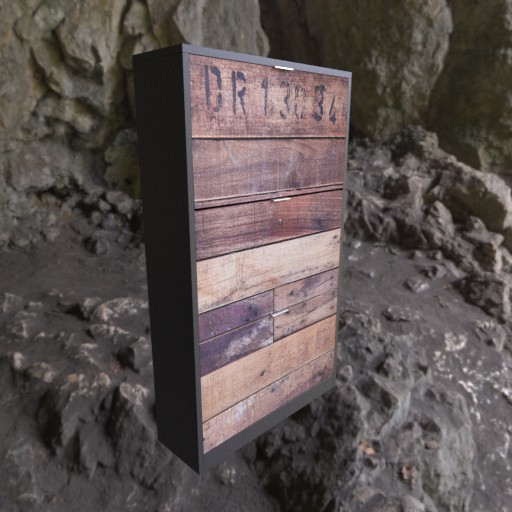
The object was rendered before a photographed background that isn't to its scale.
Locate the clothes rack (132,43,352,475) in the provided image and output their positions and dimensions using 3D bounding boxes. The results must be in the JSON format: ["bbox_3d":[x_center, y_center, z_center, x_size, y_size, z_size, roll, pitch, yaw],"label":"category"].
[{"bbox_3d":[0.000,0.000,1.599,0.750,1.280,0.250,-15,21,-43],"label":"clothes rack"}]
